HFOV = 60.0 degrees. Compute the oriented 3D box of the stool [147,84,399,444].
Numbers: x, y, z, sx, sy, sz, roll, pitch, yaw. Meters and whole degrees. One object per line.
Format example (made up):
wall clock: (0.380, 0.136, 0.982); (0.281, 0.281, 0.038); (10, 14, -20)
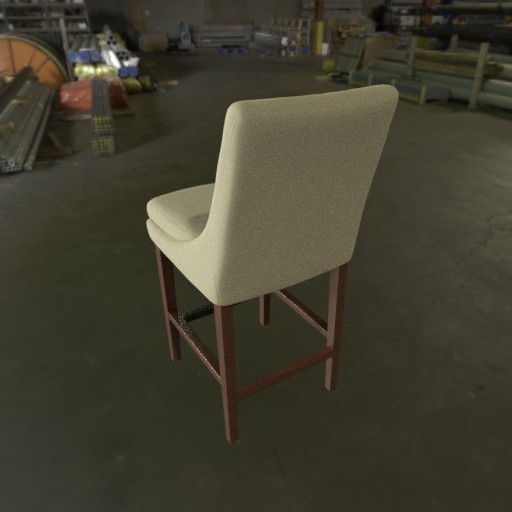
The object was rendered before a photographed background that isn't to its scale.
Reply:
stool: (0.000, 0.000, 1.303); (0.470, 0.981, 0.577); (-17, 34, -28)
